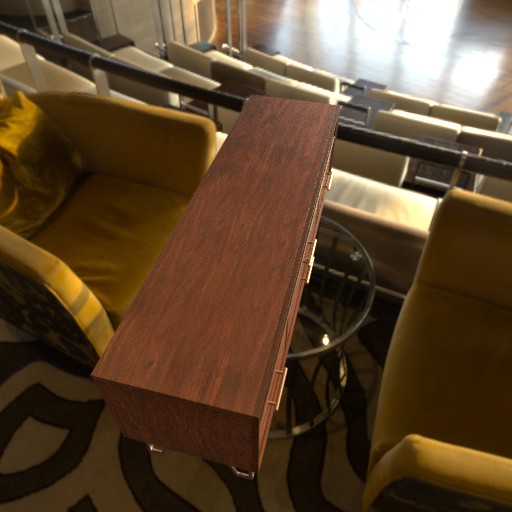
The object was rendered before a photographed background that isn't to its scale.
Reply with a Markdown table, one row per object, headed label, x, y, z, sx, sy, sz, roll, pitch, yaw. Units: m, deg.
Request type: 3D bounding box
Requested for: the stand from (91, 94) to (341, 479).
| label | x | y | z | sx | sy | sz | roll | pitch | yaw |
| --- | --- | --- | --- | --- | --- | --- | --- | --- | --- |
| stand | 0.000 | 0.000 | 1.888 | 0.481 | 0.610 | 1.626 | 11 | 47 | 10 |
